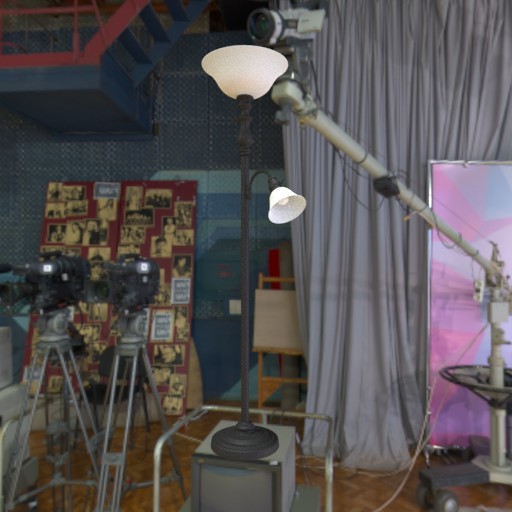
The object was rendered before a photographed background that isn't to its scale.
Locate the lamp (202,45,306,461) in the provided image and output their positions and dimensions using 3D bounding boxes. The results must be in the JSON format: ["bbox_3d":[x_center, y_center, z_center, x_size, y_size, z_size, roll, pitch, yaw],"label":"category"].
[{"bbox_3d":[0.000,0.000,2.010,0.405,1.793,0.588,0,0,-35],"label":"lamp"}]
